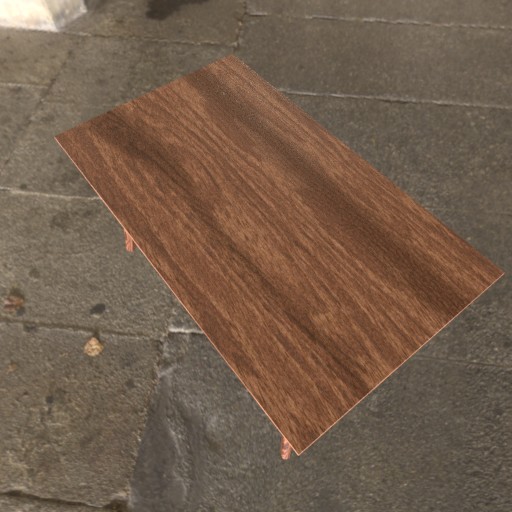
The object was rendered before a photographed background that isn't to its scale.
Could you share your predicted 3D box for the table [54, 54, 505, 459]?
[{"bbox_3d":[0.000,0.000,1.759,0.801,0.724,1.349,-34,64,-19],"label":"table"}]
